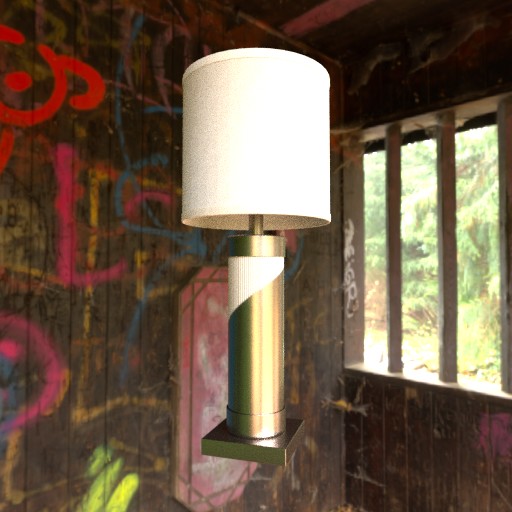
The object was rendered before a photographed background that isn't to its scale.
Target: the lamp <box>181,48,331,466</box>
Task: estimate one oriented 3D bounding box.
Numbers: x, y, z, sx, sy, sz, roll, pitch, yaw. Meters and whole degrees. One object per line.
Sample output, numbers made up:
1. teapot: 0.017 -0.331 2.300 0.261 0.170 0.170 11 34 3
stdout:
1. lamp: 0.000 0.000 0.609 0.202 0.509 0.202 -1 -2 18
